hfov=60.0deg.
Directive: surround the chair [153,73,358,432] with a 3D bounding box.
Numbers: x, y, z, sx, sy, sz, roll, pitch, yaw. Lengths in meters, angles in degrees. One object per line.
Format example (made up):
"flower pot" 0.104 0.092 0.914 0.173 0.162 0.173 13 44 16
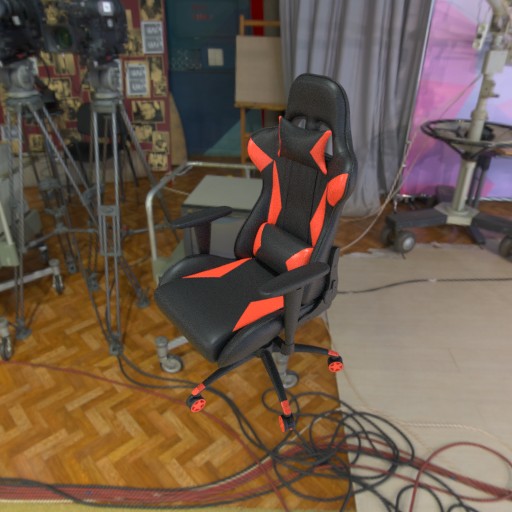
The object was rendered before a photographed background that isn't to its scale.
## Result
"chair" 0.000 0.000 1.736 0.730 1.282 0.695 -21 36 -31
